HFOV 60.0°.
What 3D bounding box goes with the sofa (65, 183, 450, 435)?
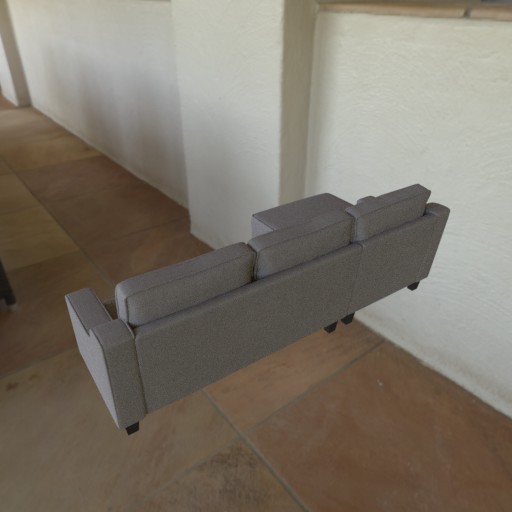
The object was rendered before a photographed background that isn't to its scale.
[{"bbox_3d":[0.000,0.000,3.184,2.561,0.928,1.294,-20,36,-29],"label":"sofa"}]
